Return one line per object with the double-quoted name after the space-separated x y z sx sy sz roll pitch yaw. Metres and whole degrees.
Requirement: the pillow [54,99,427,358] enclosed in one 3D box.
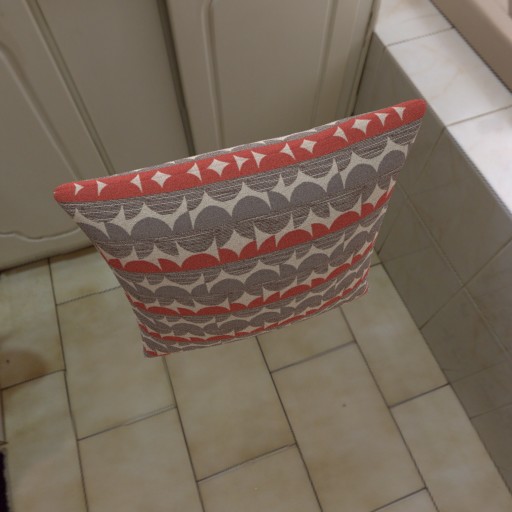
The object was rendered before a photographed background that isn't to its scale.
0.000 0.000 0.632 0.420 0.410 0.180 -16 63 -8 "pillow"
